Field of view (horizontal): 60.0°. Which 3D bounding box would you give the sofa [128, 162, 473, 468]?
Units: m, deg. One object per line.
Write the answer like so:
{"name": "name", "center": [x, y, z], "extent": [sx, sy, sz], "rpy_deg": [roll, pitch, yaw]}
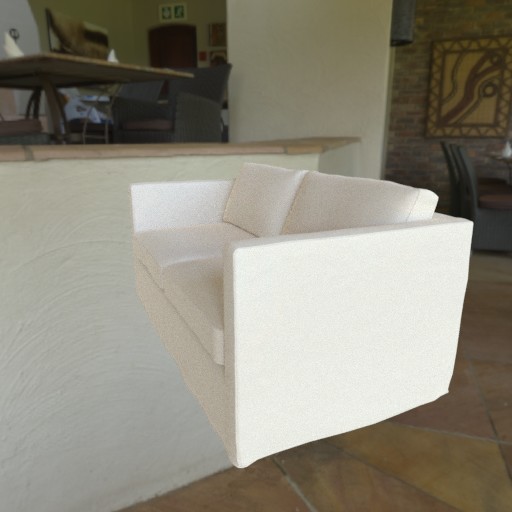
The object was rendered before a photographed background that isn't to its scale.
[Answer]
{"name": "sofa", "center": [0.000, 0.000, 2.219], "extent": [0.962, 0.834, 1.746], "rpy_deg": [-7, 17, -24]}
